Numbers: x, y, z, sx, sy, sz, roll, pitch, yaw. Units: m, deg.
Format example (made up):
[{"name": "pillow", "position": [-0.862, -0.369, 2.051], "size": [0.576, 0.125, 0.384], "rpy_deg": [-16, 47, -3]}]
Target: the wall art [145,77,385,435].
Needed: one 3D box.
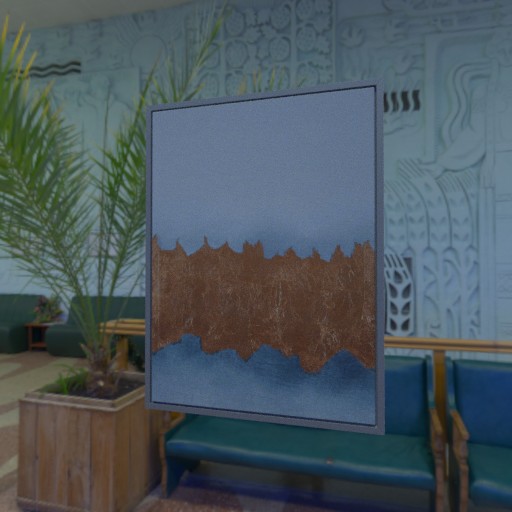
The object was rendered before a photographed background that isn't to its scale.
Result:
[{"name": "wall art", "position": [0.000, 0.000, 1.423], "size": [0.789, 1.042, 0.034], "rpy_deg": [0, -1, 17]}]
